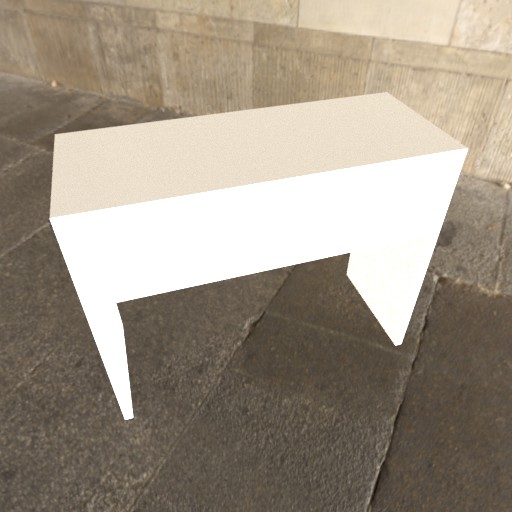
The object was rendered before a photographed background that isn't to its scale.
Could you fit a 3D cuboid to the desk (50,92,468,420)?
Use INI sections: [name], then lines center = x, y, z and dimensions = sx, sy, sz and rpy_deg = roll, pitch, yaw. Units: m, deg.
[desk]
center = 0.000, 0.000, 1.412
dimensions = 1.000, 0.790, 0.400
rpy_deg = -12, 42, -13
